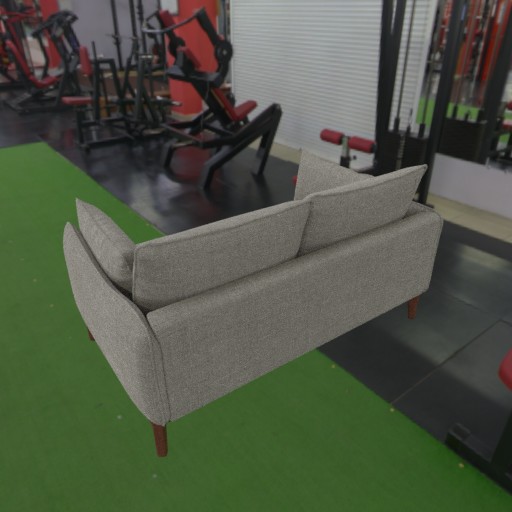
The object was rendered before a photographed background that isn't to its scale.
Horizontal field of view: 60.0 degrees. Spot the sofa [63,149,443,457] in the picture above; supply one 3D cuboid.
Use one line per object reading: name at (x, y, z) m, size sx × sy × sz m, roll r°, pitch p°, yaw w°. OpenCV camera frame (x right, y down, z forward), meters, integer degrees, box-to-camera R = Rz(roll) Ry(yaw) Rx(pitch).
sofa at (0.000, 0.000, 2.128) m, size 1.580 × 0.851 × 0.972 m, roll -19°, pitch 34°, yaw -30°
